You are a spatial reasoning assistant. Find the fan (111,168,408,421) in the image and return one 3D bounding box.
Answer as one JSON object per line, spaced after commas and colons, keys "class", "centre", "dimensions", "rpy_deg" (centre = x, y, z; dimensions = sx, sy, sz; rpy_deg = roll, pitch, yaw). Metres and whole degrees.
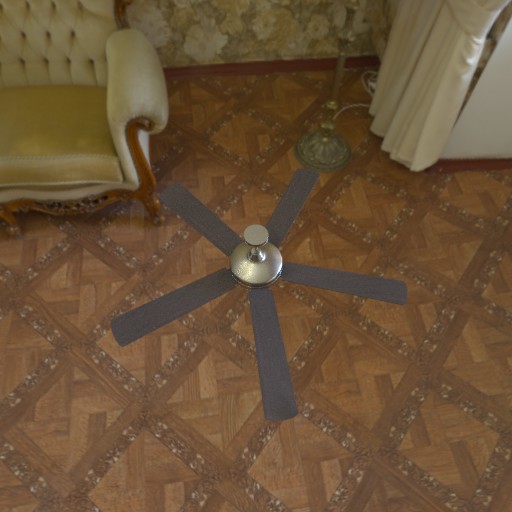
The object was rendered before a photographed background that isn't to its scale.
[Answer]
{"class": "fan", "centre": [0.000, 0.000, 2.026], "dimensions": [1.321, 0.356, 1.321], "rpy_deg": [32, 64, 18]}
